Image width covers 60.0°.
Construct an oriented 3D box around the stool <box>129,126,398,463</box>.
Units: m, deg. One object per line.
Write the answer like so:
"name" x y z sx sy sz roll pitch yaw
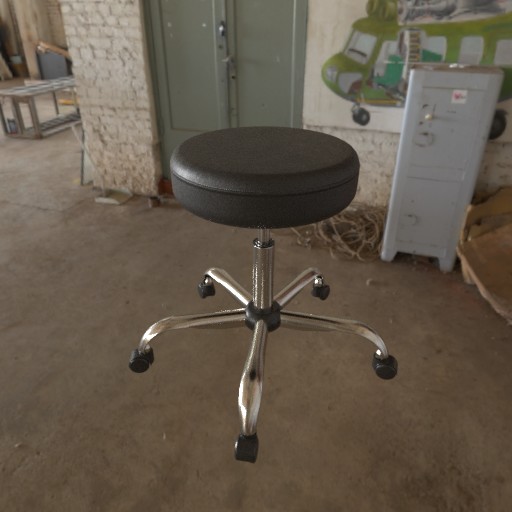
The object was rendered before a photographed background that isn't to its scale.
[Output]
"stool" 0.000 0.000 1.113 0.673 0.576 0.638 -18 34 -29
